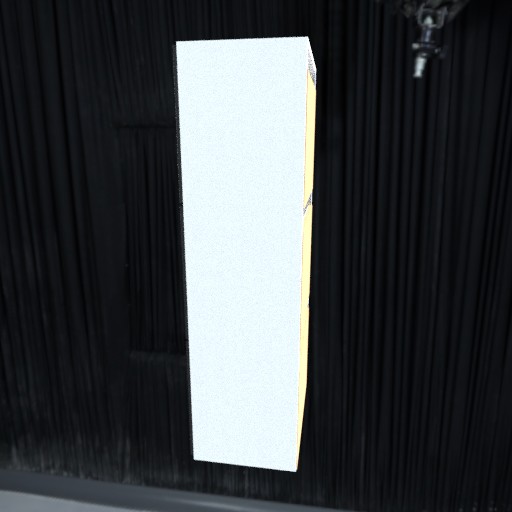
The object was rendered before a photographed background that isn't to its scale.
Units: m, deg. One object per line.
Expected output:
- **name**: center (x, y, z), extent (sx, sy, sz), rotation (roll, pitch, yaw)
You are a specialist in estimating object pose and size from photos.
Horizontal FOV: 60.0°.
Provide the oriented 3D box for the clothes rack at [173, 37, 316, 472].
- **clothes rack**: center (0.000, 0.000, 1.435), extent (0.330, 1.187, 0.500), rotation (2, 15, 9)
